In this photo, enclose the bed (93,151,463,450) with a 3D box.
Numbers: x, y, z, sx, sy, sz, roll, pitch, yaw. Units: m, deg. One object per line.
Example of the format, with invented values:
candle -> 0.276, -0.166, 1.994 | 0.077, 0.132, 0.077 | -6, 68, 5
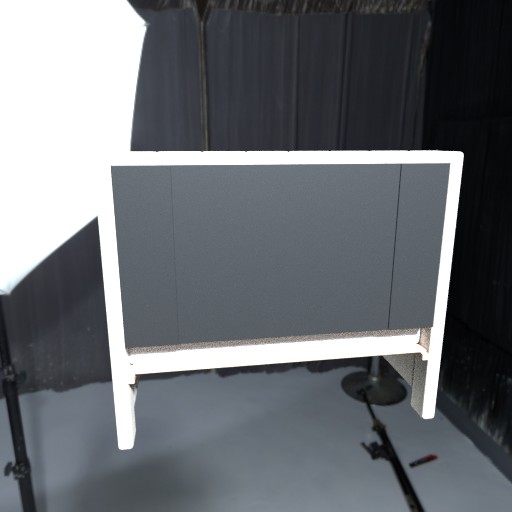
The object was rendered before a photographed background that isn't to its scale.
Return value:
bed -> 0.000, 0.000, 3.699 | 2.045, 1.743, 2.370 | -2, 15, -9
